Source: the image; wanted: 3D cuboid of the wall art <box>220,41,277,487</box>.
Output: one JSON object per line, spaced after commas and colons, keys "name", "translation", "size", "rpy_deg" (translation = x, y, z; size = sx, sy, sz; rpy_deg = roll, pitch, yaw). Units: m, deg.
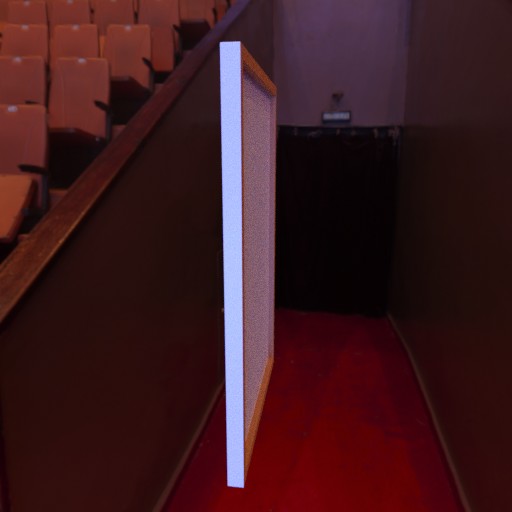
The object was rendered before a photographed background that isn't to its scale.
{"name": "wall art", "translation": [0.000, 0.000, 1.175], "size": [0.037, 0.916, 0.610], "rpy_deg": [2, 14, 8]}
